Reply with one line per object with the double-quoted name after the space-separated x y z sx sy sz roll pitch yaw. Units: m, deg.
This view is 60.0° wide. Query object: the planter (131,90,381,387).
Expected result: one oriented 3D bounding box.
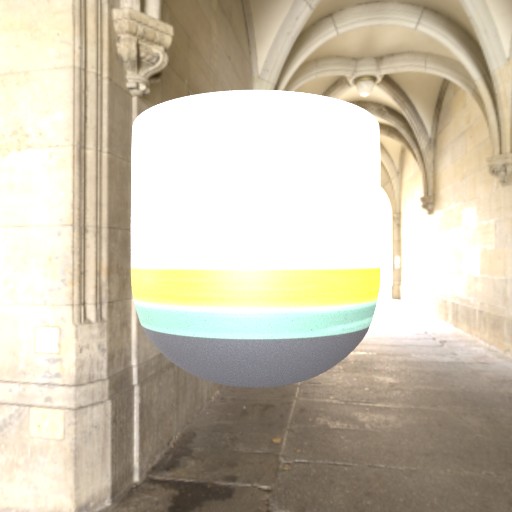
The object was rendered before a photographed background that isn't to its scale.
0.000 0.000 0.494 0.268 0.270 0.268 0 -1 0 "planter"
